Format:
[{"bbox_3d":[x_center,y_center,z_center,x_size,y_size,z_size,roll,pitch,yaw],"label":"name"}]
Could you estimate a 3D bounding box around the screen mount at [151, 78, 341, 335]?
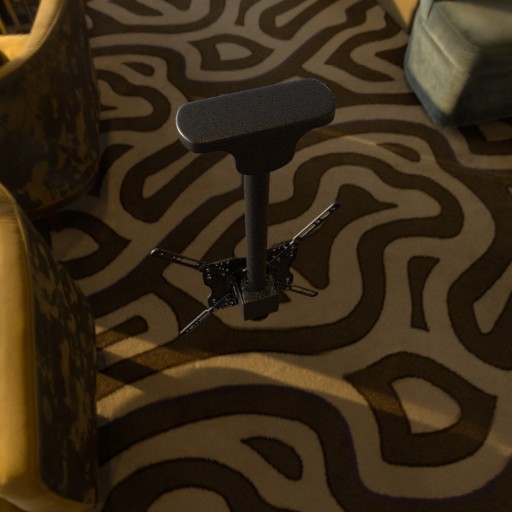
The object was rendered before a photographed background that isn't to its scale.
[{"bbox_3d":[0.000,0.000,0.885,0.393,0.729,0.090,-15,59,-9],"label":"screen mount"}]
